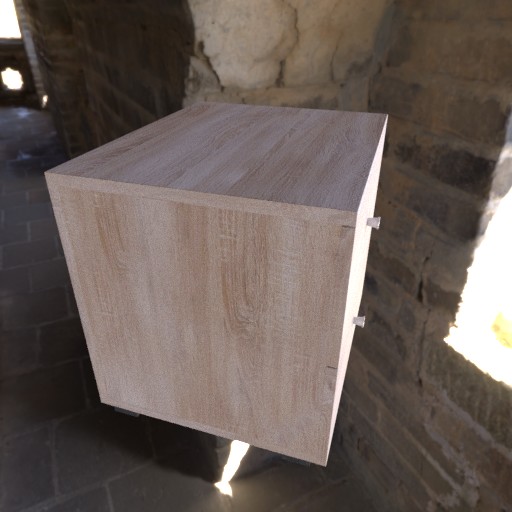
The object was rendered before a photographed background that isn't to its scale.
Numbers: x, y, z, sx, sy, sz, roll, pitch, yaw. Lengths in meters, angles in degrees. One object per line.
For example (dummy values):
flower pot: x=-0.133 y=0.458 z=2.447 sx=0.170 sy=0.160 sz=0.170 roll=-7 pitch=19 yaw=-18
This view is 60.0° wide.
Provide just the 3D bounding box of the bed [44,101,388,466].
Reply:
bed: x=0.000 y=0.000 z=0.786 sx=0.401 sy=0.420 sz=0.460 roll=9 pitch=31 yaw=16
